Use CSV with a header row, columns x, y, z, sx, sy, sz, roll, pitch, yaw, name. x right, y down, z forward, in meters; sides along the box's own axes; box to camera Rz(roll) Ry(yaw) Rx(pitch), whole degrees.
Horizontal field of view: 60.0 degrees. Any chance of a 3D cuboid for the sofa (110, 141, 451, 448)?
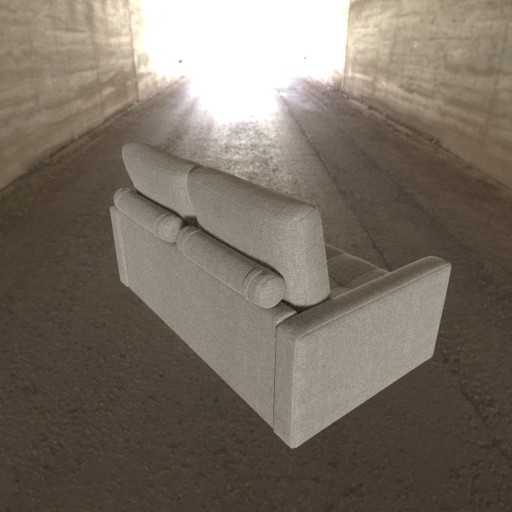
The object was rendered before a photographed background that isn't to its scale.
x,y,z,sx,sy,sz,roll,pitch,yaw,name
0.000,0.000,1.977,0.842,0.907,1.407,-18,31,-33,sofa
